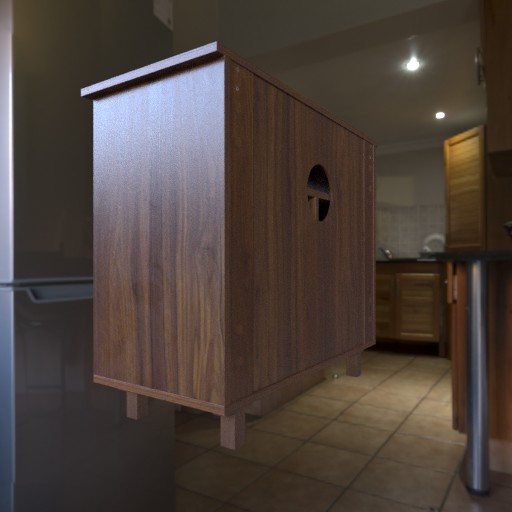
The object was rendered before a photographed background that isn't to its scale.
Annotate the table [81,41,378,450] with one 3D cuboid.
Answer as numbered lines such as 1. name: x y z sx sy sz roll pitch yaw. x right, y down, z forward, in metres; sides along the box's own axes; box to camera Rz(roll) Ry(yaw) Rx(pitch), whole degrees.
1. table: 0.000 0.000 1.188 0.390 0.725 0.802 0 0 34
